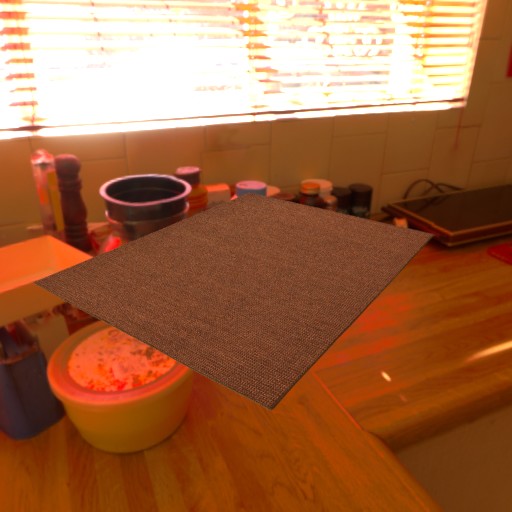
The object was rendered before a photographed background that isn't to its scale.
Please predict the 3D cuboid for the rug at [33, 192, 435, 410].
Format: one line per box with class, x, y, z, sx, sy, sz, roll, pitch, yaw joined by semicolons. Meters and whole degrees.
rug;0.000;0.000;4.210;2.456;0.021;3.068;18;31;32
